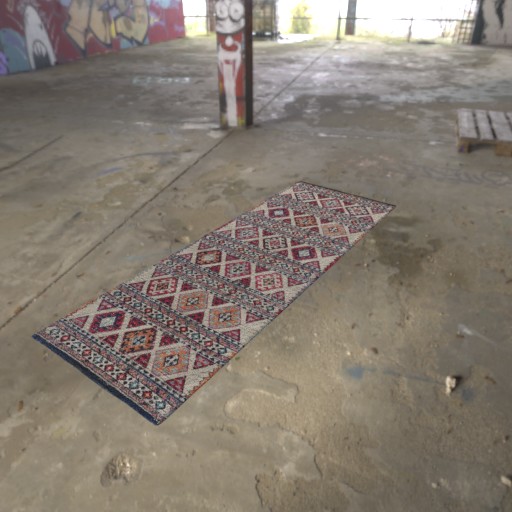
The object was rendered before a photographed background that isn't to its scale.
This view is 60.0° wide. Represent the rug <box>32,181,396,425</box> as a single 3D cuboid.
[{"bbox_3d":[0.000,0.000,2.631,0.832,0.008,2.362,21,37,30],"label":"rug"}]
